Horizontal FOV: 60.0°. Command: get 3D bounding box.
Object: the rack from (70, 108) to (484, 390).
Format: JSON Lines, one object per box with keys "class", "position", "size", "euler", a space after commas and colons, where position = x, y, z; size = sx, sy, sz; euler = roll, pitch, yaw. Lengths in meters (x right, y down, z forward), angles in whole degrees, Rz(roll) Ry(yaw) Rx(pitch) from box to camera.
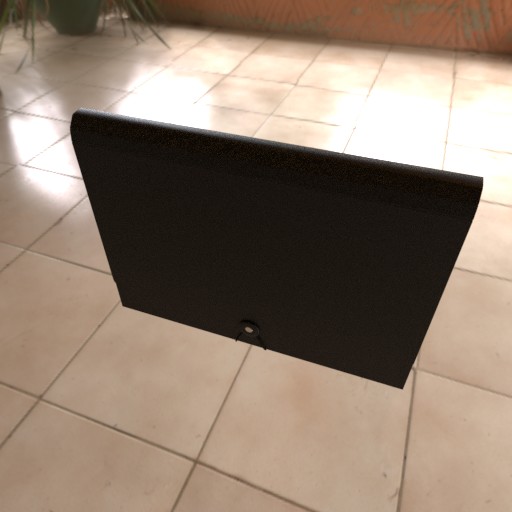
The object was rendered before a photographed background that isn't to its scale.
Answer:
{"class": "rack", "position": [0.000, 0.000, 0.425], "size": [0.330, 0.241, 0.041], "euler": [14, 44, 15]}
